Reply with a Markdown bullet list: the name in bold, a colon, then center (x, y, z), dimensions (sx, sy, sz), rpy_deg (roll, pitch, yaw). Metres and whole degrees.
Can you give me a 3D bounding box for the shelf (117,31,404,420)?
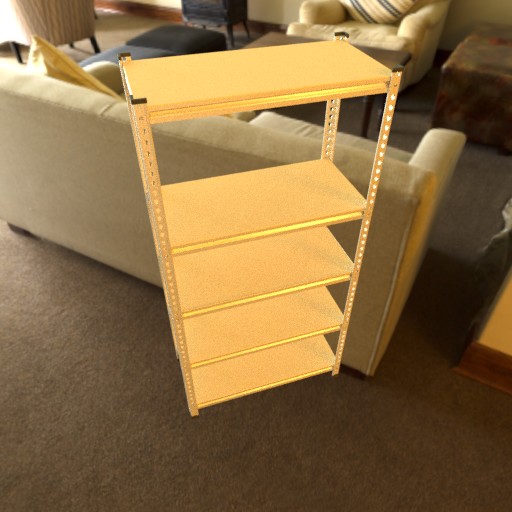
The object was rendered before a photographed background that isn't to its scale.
- **shelf**: center (0.000, 0.000, 2.156), dimensions (0.914, 1.829, 0.457), rpy_deg (-12, 43, -13)
